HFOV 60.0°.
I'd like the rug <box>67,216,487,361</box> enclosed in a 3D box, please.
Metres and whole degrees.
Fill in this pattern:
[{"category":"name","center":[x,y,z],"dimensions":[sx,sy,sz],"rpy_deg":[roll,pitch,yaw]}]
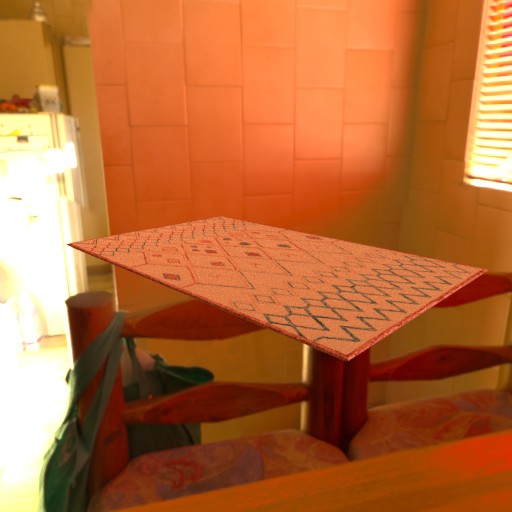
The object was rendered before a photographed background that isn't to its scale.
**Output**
[{"category":"rug","center":[0.000,0.000,2.979],"dimensions":[2.438,0.015,1.524],"rpy_deg":[15,22,42]}]
